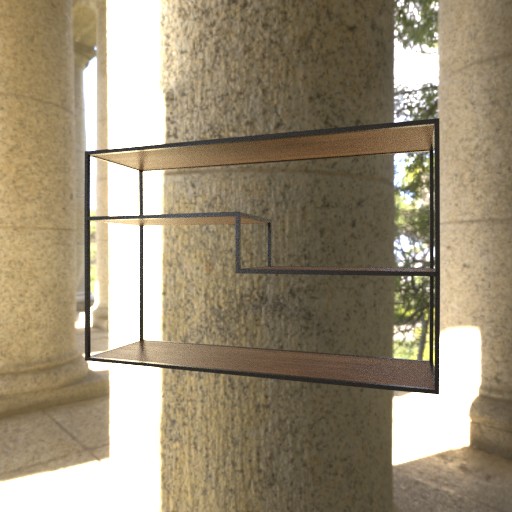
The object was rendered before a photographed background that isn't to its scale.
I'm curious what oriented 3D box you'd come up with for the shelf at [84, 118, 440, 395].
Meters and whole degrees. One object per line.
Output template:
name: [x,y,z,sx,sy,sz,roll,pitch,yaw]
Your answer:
shelf: [0.000,0.000,1.590,1.201,0.765,0.361,0,0,19]
